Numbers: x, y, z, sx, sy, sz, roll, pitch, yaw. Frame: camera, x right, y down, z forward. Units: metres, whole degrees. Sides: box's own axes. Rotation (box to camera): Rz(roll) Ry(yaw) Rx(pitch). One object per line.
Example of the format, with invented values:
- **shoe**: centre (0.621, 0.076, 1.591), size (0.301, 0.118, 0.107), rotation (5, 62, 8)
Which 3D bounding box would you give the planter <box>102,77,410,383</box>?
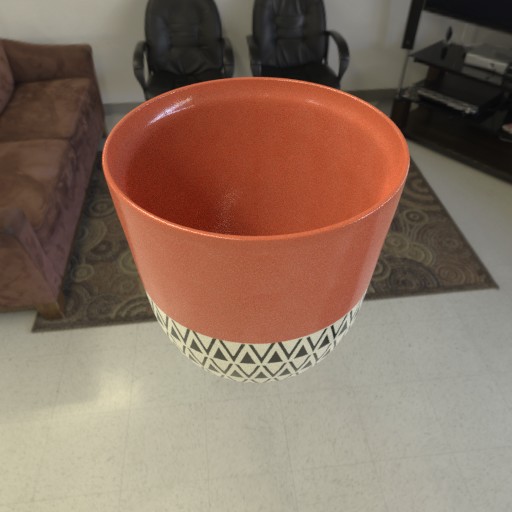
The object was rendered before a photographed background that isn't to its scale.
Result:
- **planter**: centre (0.000, 0.000, 0.363), size (0.195, 0.214, 0.195), rotation (0, 45, 0)
